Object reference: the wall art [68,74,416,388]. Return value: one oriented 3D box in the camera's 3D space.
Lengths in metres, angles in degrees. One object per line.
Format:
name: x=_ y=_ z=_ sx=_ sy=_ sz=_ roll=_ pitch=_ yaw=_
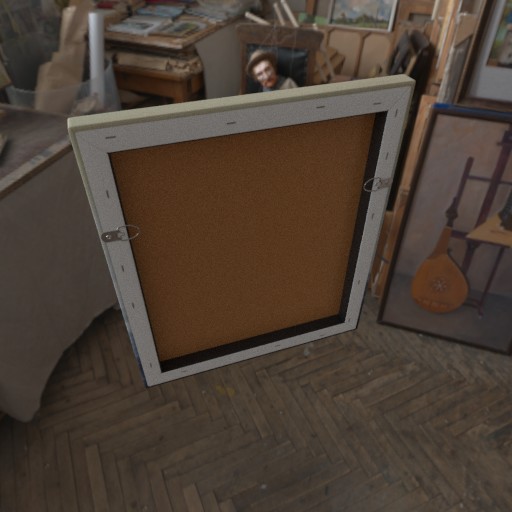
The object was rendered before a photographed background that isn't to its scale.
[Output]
wall art: x=0.000 y=0.000 z=0.981 sx=0.608 sy=0.710 sz=0.041 roll=-13 pitch=43 yaw=-14
